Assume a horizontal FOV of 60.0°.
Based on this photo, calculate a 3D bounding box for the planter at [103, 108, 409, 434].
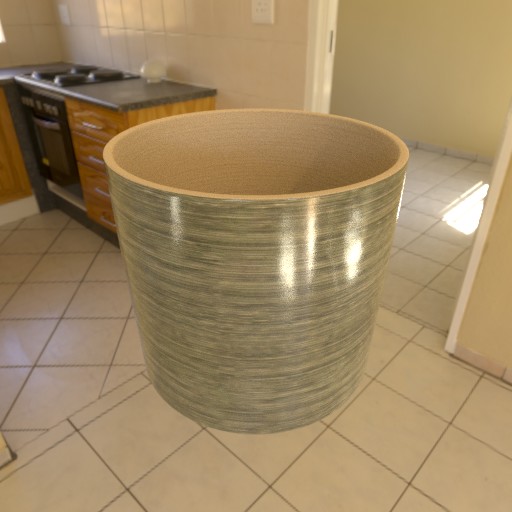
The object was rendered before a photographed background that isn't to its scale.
[{"bbox_3d":[0.000,0.000,0.384,0.221,0.201,0.221,0,31,0],"label":"planter"}]
